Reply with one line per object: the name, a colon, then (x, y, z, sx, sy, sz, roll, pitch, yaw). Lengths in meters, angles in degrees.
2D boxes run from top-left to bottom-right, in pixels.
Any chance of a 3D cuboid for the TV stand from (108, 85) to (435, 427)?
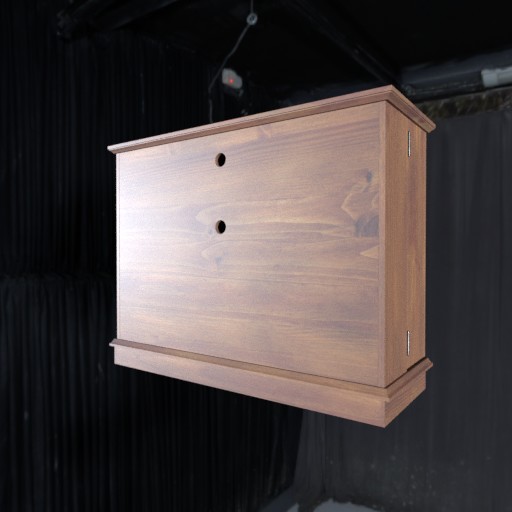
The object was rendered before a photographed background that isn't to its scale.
TV stand: (0.000, 0.000, 1.514, 1.067, 0.813, 0.406, 1, 1, 35)
